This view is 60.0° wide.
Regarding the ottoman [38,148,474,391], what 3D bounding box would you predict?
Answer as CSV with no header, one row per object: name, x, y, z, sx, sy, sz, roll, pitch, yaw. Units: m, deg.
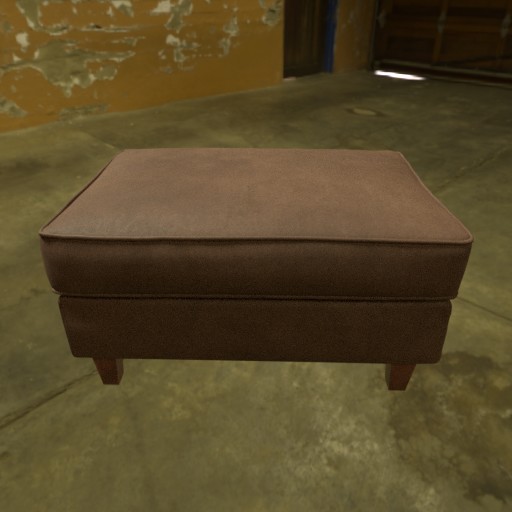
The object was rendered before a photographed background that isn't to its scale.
ottoman,0.000,0.000,1.175,0.860,0.481,0.596,1,30,1
